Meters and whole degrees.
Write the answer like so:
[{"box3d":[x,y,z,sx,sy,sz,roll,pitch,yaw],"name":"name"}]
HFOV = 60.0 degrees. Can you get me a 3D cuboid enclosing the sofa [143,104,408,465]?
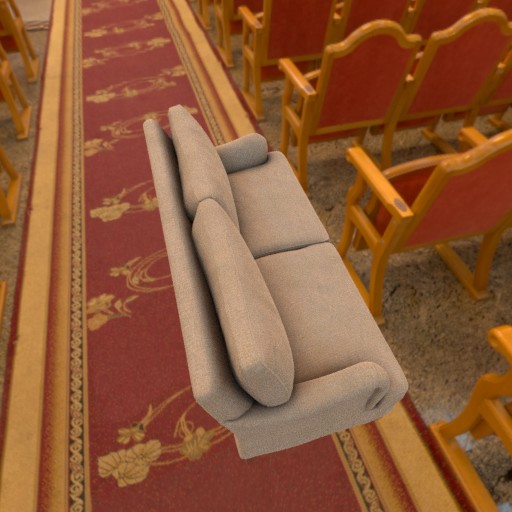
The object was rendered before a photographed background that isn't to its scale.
[{"box3d":[0.000,0.000,2.813,1.069,1.096,2.193,-11,48,-10],"name":"sofa"}]
